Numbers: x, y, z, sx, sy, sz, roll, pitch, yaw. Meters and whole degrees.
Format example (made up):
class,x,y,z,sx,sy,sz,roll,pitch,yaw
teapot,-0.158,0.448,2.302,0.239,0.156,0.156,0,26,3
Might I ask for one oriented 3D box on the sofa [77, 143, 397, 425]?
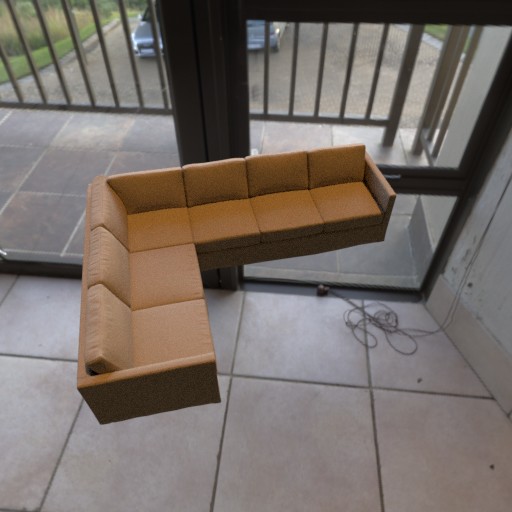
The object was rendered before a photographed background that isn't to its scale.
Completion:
class,x,y,z,sx,sy,sz,roll,pitch,yaw
sofa,0.000,0.000,4.378,3.182,0.871,2.432,-9,48,-9
